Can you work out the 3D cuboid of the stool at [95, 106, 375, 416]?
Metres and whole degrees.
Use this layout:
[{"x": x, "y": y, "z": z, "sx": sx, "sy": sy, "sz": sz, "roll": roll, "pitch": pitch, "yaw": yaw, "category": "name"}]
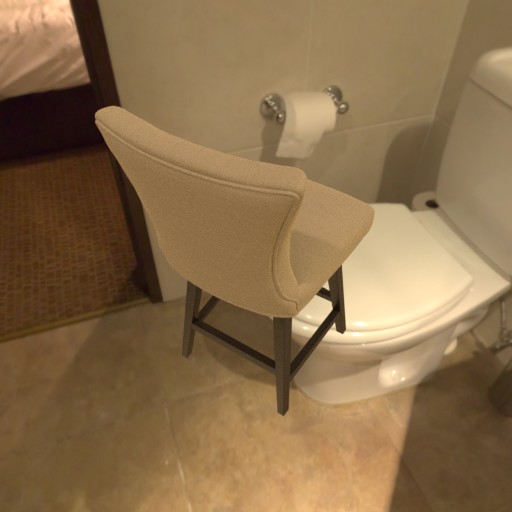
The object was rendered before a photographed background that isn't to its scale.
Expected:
[{"x": 0.000, "y": 0.000, "z": 1.331, "sx": 0.514, "sy": 1.000, "sz": 0.574, "roll": 24, "pitch": 49, "yaw": 23, "category": "stool"}]
